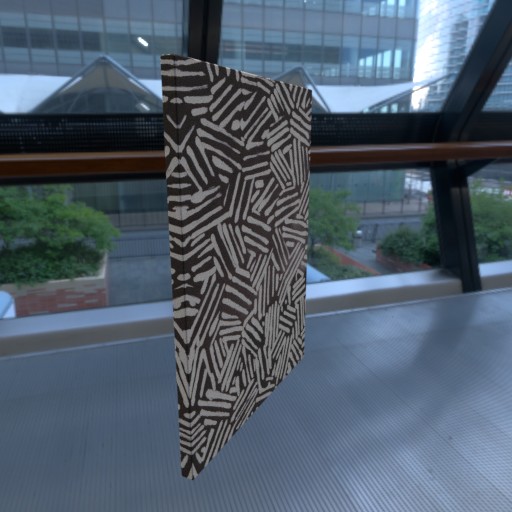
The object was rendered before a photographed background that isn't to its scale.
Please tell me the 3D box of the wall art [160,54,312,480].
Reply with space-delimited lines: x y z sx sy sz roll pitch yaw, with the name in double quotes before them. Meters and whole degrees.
"wall art" 0.000 0.000 1.346 0.038 1.017 0.765 8 17 27
